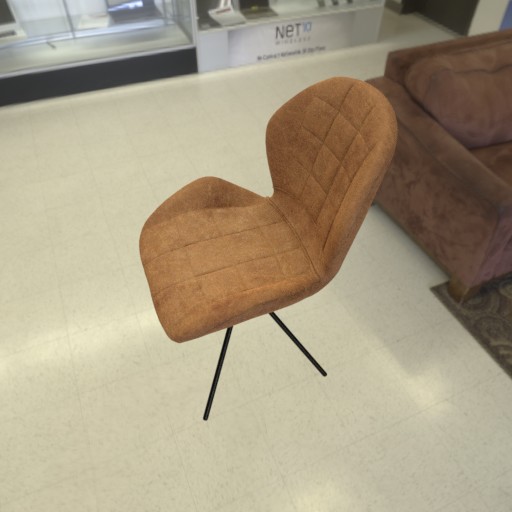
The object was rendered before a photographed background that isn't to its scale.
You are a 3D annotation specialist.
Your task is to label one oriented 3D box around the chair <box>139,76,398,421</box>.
[{"bbox_3d":[0.000,0.000,1.307,0.640,0.929,0.527,-16,49,-14],"label":"chair"}]
